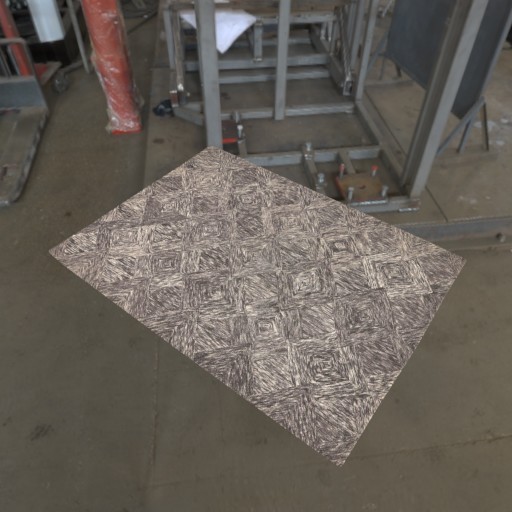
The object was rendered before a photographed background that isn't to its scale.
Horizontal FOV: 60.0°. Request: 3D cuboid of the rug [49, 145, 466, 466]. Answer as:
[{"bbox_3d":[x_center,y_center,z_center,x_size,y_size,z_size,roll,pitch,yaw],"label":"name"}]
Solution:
[{"bbox_3d":[0.000,0.000,5.319,4.093,0.020,2.997,29,53,25],"label":"rug"}]
